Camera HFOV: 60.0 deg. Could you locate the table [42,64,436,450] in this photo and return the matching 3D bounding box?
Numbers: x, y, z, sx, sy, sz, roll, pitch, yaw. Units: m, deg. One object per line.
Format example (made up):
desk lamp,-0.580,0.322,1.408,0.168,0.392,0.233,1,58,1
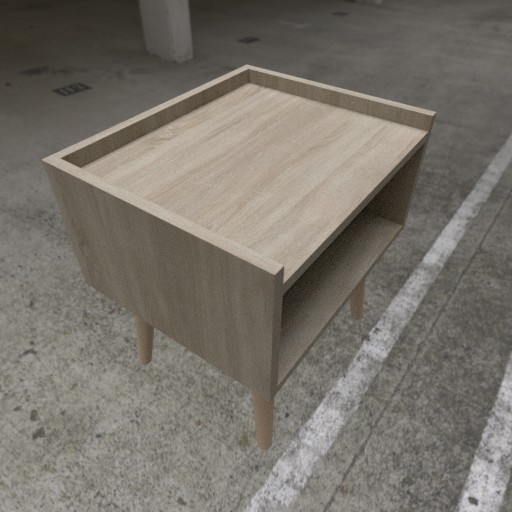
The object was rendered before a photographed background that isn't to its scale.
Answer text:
table,0.000,0.000,0.793,0.370,0.470,0.450,26,48,26
